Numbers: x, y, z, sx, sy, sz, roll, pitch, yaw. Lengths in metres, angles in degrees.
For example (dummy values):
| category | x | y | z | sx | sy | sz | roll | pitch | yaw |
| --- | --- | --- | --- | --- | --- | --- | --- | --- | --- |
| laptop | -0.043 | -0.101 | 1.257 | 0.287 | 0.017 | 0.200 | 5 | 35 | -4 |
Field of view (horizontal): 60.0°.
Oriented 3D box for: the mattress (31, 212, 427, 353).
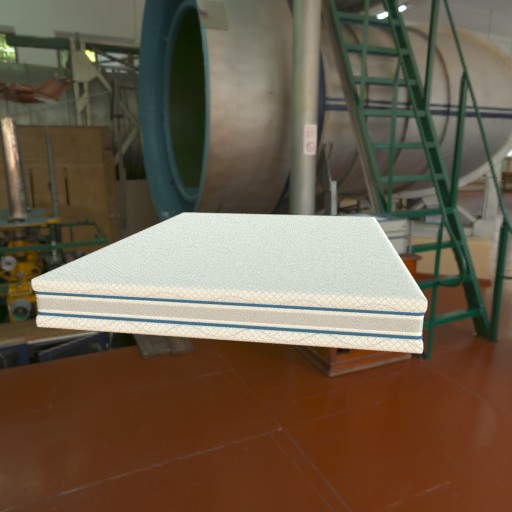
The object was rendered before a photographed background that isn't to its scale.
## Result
| category | x | y | z | sx | sy | sz | roll | pitch | yaw |
| --- | --- | --- | --- | --- | --- | --- | --- | --- | --- |
| mattress | 0.000 | 0.000 | 2.721 | 1.600 | 0.230 | 2.000 | 2 | 14 | 9 |
